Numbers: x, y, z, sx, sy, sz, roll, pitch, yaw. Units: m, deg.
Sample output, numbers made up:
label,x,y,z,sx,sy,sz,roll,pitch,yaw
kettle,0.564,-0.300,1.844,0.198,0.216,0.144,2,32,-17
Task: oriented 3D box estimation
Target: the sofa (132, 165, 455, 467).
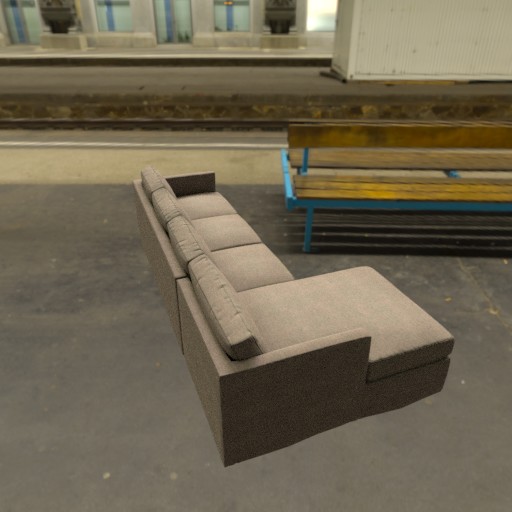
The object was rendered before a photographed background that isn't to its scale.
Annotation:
label,x,y,z,sx,sy,sz,roll,pitch,yaw
sofa,0.000,0.000,3.909,1.650,0.922,3.205,-11,31,-19
